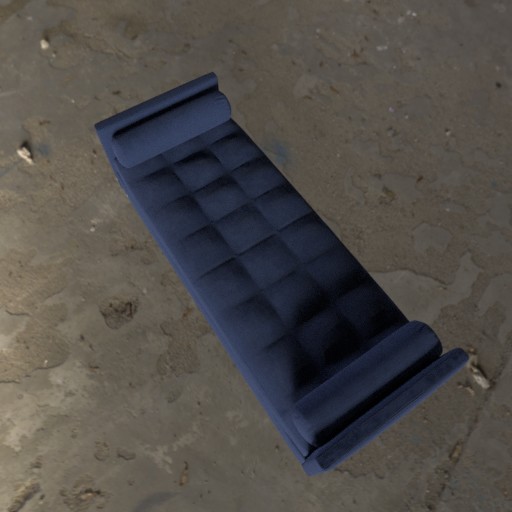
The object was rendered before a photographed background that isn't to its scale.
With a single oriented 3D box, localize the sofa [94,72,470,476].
[{"bbox_3d":[0.000,0.000,2.418,0.797,0.657,2.102,-31,66,-15],"label":"sofa"}]
